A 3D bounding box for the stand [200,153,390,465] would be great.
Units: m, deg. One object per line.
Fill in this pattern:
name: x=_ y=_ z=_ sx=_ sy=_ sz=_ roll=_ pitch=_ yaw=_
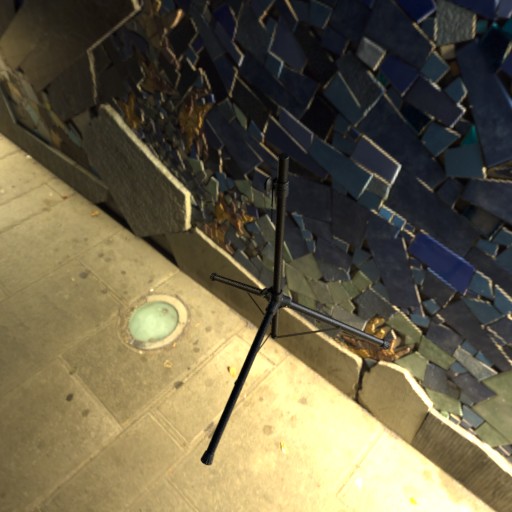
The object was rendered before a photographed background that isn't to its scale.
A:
stand: x=0.000 y=0.000 z=1.849 sx=1.045 sy=1.136 sz=0.907 roll=-24 pitch=50 yaw=-22
